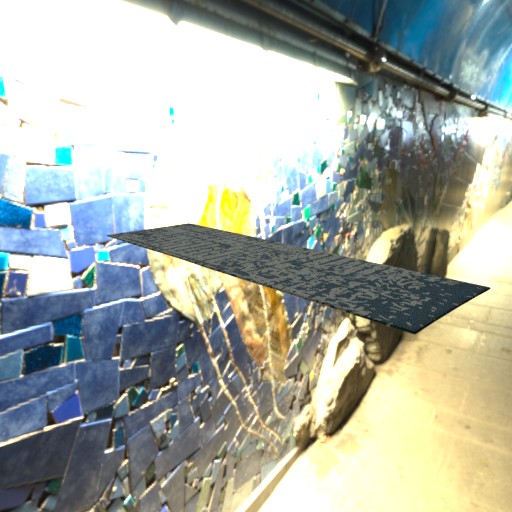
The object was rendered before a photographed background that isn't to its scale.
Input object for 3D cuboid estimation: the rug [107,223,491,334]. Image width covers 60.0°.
[{"bbox_3d":[0.000,0.000,2.698,0.750,0.011,2.435,-13,19,-42],"label":"rug"}]
